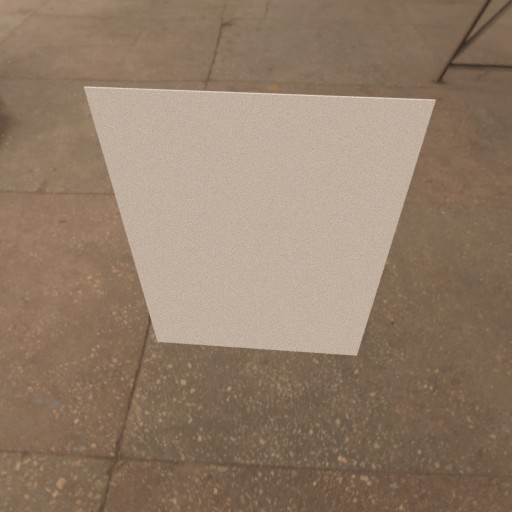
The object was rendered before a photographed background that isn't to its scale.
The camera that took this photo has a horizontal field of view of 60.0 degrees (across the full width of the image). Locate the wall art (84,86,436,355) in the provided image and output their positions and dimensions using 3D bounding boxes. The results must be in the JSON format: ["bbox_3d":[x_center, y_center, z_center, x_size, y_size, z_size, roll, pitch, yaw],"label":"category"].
[{"bbox_3d":[0.000,0.000,0.795,0.457,0.610,0.003,3,46,3],"label":"wall art"}]
